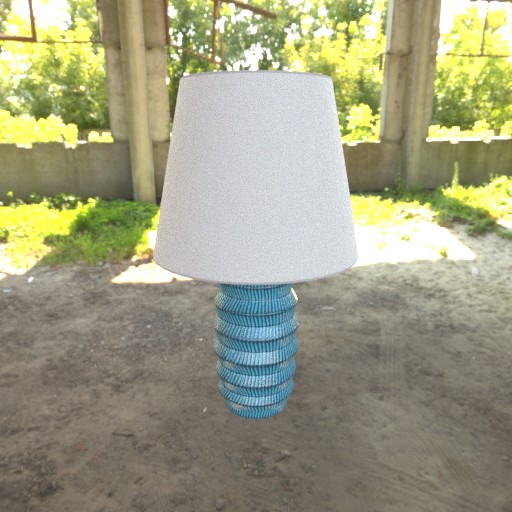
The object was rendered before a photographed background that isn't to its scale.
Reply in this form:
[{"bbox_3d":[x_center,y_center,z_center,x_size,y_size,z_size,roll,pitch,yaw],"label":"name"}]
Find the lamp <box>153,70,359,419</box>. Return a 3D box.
[{"bbox_3d":[0.000,0.000,0.784,0.355,0.582,0.355,0,16,0],"label":"lamp"}]
